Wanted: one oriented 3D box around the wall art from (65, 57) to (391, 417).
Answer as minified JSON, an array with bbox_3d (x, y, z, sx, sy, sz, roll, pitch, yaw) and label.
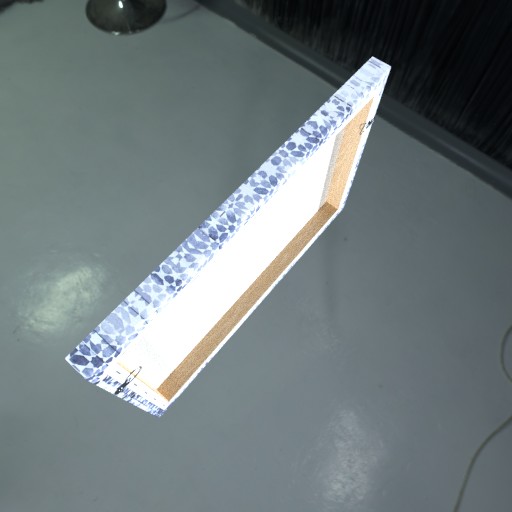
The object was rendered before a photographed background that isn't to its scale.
[{"bbox_3d":[0.000,0.000,1.141,0.057,0.608,0.911,37,70,16],"label":"wall art"}]
